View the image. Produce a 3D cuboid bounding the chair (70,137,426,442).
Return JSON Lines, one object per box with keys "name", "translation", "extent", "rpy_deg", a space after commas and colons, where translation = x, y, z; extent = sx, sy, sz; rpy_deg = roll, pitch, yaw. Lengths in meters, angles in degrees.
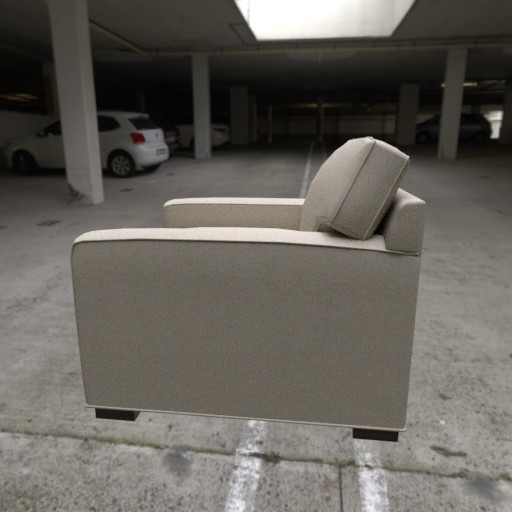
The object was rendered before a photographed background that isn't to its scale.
{"name": "chair", "translation": [0.000, 0.000, 1.777], "extent": [1.043, 0.913, 0.998], "rpy_deg": [2, 14, 7]}
